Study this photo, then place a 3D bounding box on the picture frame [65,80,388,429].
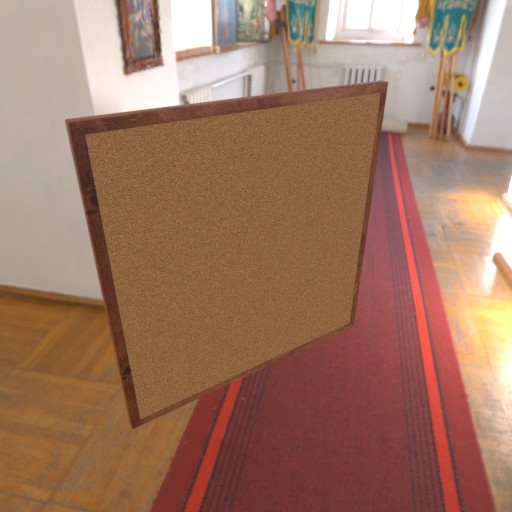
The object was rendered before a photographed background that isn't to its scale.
[{"bbox_3d":[0.000,0.000,1.190,0.810,0.817,0.029,-18,35,-28],"label":"picture frame"}]
